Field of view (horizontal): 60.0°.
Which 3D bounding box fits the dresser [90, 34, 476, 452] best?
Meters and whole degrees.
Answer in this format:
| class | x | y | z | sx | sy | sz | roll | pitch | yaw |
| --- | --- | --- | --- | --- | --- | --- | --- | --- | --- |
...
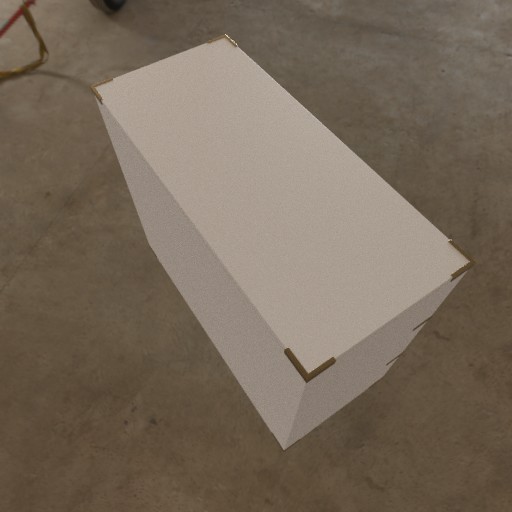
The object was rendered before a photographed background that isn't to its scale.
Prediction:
| class | x | y | z | sx | sy | sz | roll | pitch | yaw |
| --- | --- | --- | --- | --- | --- | --- | --- | --- | --- |
| dresser | 0.000 | 0.000 | 1.490 | 0.460 | 0.891 | 1.022 | -30 | 62 | -17 |
